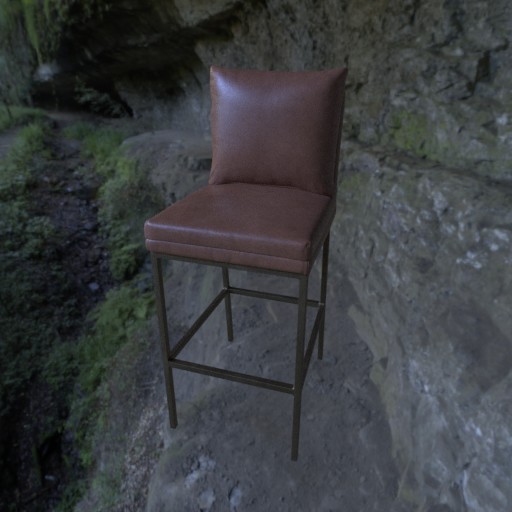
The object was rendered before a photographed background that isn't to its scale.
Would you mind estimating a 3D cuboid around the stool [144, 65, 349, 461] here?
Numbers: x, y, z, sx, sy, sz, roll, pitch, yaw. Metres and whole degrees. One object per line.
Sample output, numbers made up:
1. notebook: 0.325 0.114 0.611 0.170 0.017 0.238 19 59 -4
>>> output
1. stool: 0.000 0.000 1.447 0.463 1.124 0.571 8 27 16
